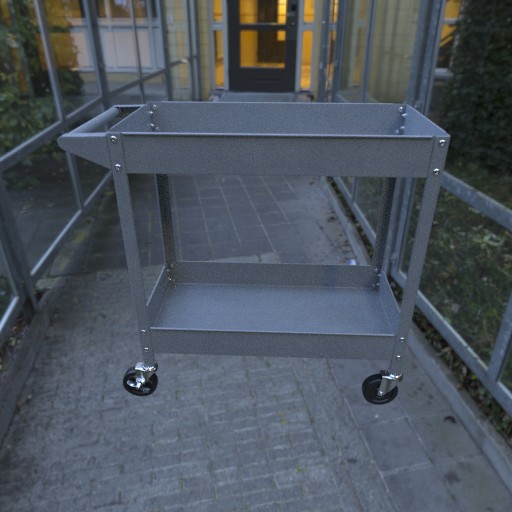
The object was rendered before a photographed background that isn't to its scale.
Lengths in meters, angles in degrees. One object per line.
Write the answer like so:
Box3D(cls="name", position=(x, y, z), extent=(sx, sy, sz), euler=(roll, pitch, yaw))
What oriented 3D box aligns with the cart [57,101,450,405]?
Box3D(cls="cart", position=(0.000, 0.000, 1.171), extent=(0.779, 0.719, 0.366), euler=(1, 29, 2))
